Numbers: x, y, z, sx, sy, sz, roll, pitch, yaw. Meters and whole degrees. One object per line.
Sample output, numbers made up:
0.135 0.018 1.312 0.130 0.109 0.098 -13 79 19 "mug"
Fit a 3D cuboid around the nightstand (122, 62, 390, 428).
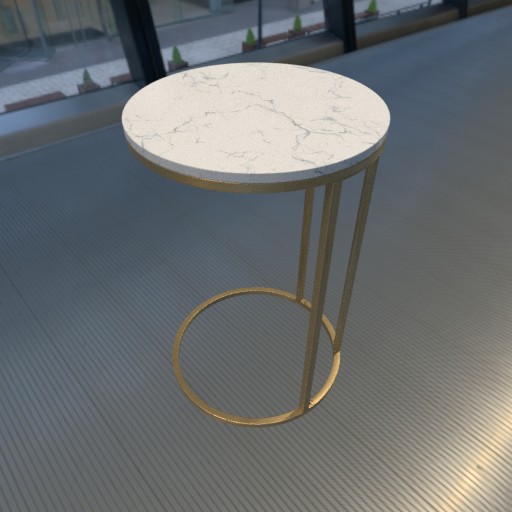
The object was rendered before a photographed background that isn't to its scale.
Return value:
0.000 0.000 0.877 0.400 0.610 0.400 2 41 2 "nightstand"
